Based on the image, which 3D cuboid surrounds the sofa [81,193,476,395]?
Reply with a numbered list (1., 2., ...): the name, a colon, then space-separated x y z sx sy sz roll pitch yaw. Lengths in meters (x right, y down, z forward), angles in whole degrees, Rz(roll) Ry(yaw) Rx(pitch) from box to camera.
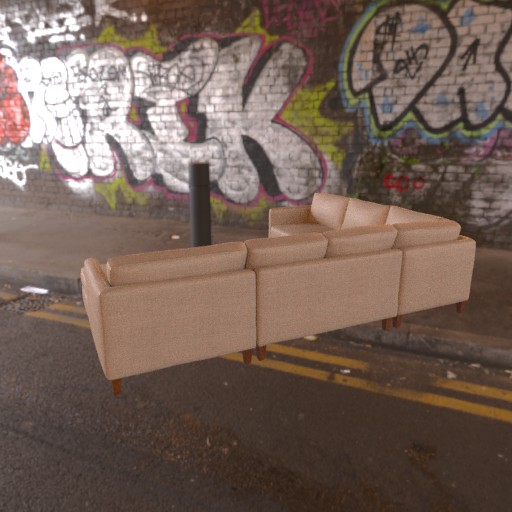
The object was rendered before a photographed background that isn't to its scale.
1. sofa: 0.000 0.000 4.656 3.460 0.961 2.594 -7 17 -25
